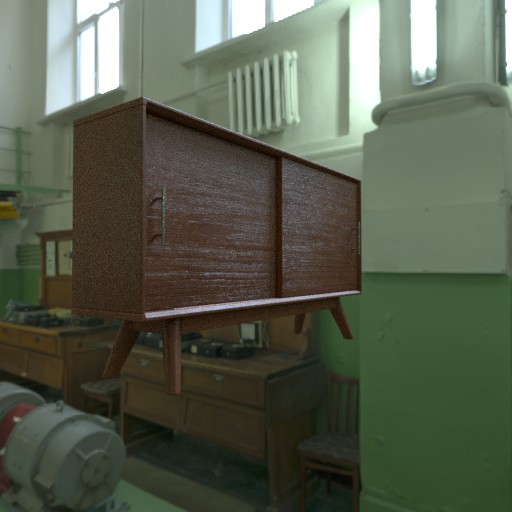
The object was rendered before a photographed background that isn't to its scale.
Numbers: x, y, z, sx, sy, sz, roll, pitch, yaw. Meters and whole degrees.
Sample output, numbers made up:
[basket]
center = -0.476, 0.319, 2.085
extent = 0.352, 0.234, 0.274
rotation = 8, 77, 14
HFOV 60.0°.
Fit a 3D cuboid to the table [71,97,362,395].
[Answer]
[table]
center = 0.000, 0.000, 1.562
extent = 0.308, 0.698, 1.220
rotation = -1, -2, 37
